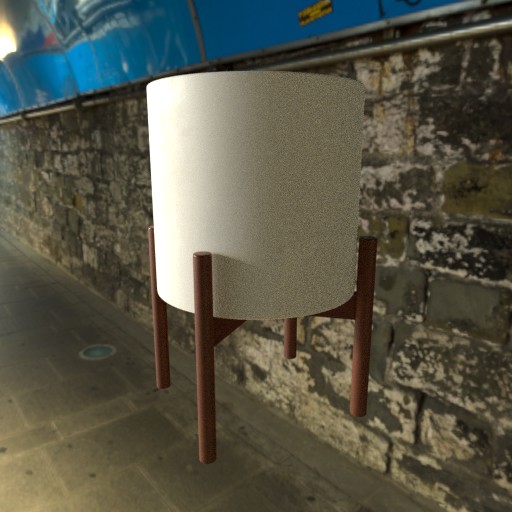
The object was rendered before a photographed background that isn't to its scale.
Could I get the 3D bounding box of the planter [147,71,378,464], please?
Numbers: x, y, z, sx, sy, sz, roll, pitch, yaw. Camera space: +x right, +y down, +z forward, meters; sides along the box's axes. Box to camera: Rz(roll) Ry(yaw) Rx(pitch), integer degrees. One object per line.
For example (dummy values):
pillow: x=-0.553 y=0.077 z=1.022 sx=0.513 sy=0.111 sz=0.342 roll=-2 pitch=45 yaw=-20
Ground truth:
planter: x=0.000 y=0.000 z=0.946 sx=0.417 sy=0.670 sz=0.417 roll=-6 pitch=15 yaw=-25
